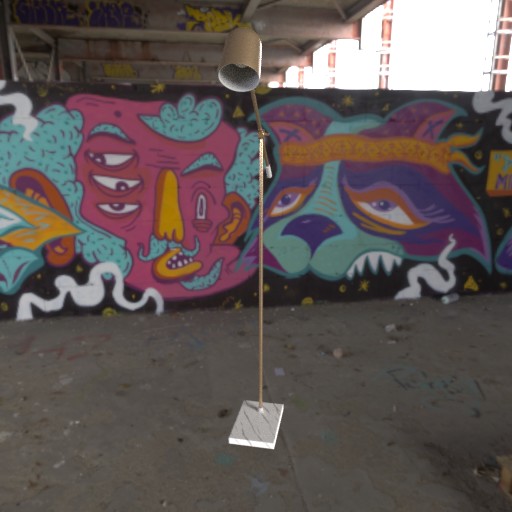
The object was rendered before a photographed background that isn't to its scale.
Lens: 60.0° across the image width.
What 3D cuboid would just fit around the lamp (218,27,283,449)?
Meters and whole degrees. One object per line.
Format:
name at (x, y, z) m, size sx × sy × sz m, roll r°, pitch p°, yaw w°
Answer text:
lamp at (0.000, 0.000, 1.775) m, size 0.194 × 1.594 × 0.653 m, roll 3°, pitch 14°, yaw 11°
